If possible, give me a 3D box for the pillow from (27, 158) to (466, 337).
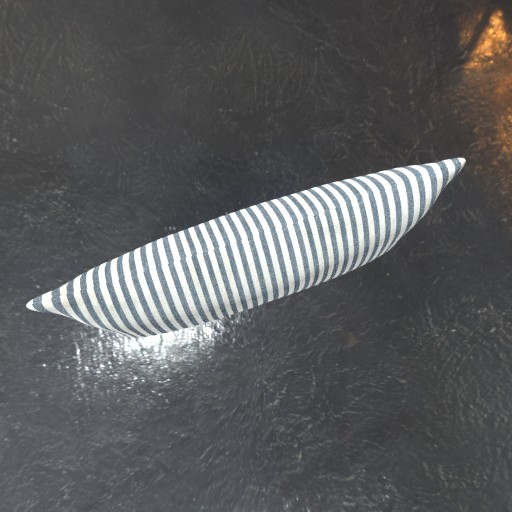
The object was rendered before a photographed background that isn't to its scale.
[{"bbox_3d":[0.000,0.000,0.726,0.617,0.295,0.151,-19,76,-5],"label":"pillow"}]
